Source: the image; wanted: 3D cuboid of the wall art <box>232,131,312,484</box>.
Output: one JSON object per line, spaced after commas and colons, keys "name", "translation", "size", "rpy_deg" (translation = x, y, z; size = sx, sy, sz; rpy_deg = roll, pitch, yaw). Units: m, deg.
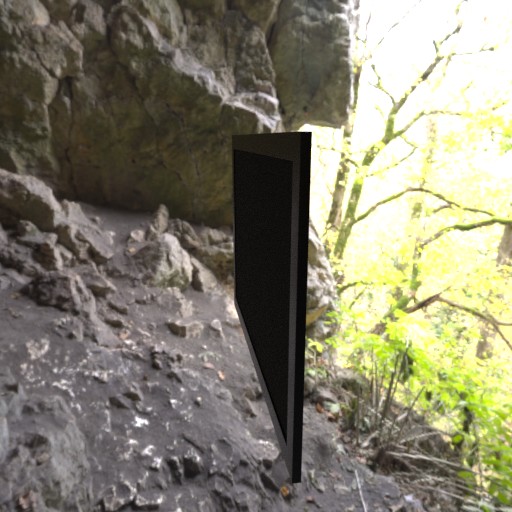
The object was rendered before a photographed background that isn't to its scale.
{"name": "wall art", "translation": [0.000, 0.000, 0.842], "size": [0.013, 0.447, 0.660], "rpy_deg": [-2, 15, -9]}
